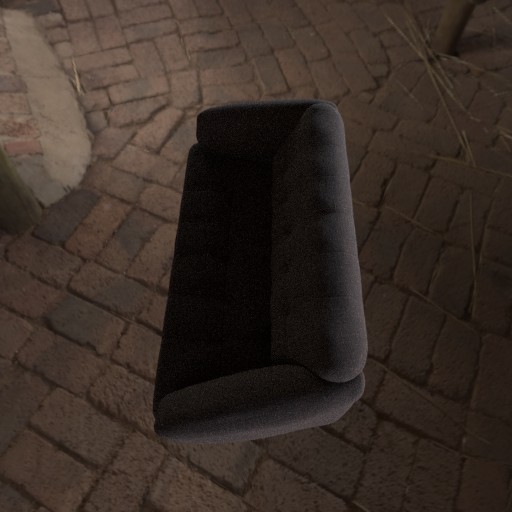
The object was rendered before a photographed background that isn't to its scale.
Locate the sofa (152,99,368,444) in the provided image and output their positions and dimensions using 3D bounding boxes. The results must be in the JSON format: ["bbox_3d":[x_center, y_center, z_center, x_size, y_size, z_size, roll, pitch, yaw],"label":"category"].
[{"bbox_3d":[0.000,0.000,2.303,0.887,0.790,1.849,1,59,1],"label":"sofa"}]
